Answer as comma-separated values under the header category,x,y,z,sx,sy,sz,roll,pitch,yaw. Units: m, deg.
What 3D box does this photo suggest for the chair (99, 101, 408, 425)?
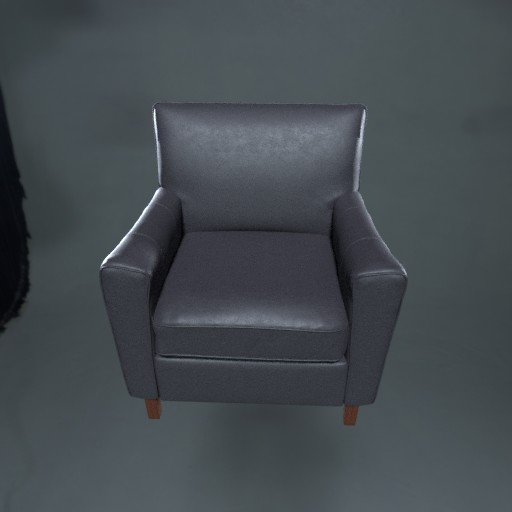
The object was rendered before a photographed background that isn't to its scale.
category,x,y,z,sx,sy,sz,roll,pitch,yaw
chair,0.000,0.000,1.623,0.870,0.943,0.825,1,31,2
